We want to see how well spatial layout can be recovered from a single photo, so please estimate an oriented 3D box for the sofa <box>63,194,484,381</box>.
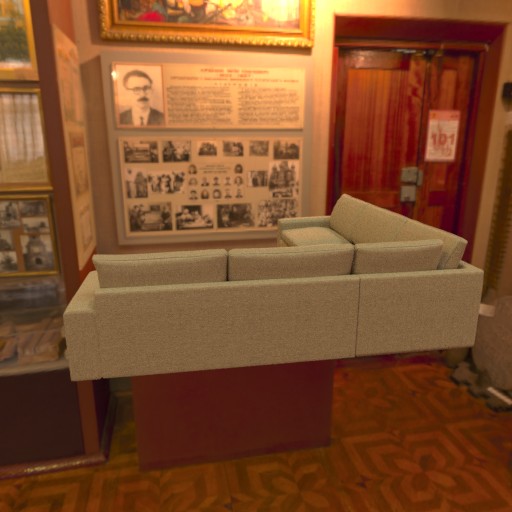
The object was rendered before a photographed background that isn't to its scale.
[{"bbox_3d":[0.000,0.000,4.080,2.742,0.800,2.622,-3,16,-9],"label":"sofa"}]
